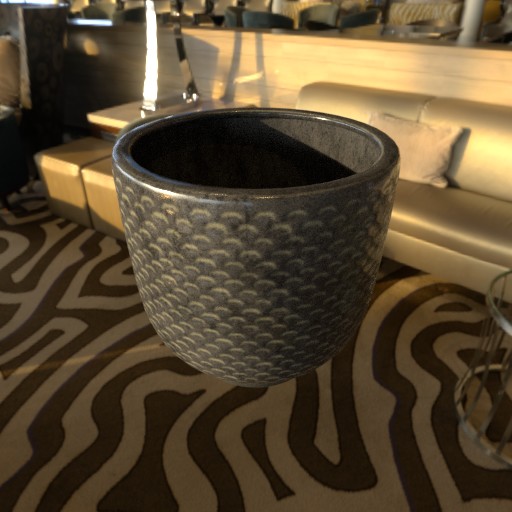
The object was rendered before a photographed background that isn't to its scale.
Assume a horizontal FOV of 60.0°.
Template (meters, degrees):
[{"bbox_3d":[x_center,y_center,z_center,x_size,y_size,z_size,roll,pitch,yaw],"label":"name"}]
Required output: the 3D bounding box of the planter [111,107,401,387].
[{"bbox_3d":[0.000,0.000,0.358,0.197,0.191,0.197,0,32,0],"label":"planter"}]
